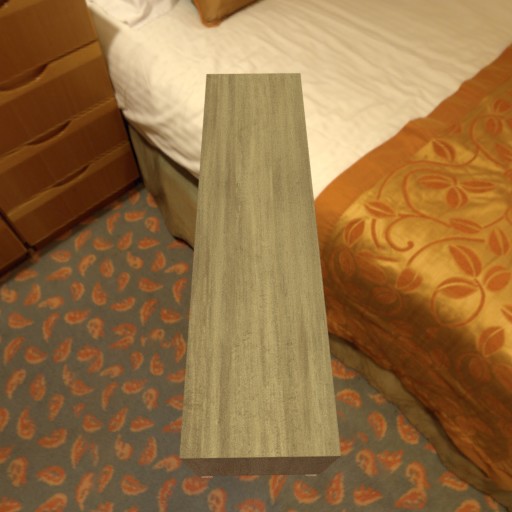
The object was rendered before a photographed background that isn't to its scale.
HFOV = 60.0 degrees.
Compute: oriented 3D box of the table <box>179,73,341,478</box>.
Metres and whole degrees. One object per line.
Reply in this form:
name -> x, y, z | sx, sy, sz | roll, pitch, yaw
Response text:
table -> 0.000, 0.000, 1.716 | 0.400, 0.530, 1.500 | -1, 58, 0
